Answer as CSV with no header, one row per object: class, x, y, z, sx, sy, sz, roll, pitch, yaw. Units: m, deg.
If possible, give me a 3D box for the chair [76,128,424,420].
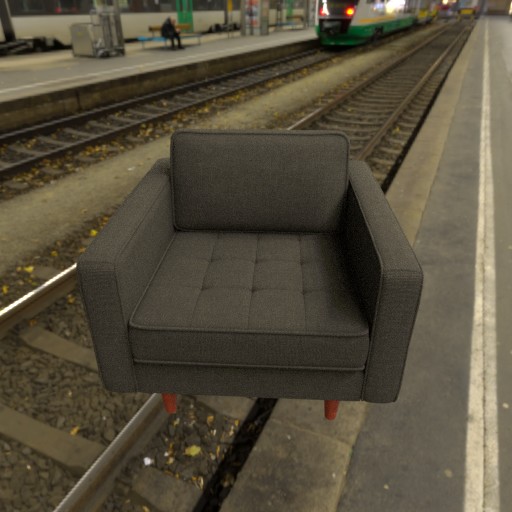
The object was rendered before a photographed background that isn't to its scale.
chair,0.000,0.000,1.576,0.899,0.770,0.919,2,30,3
